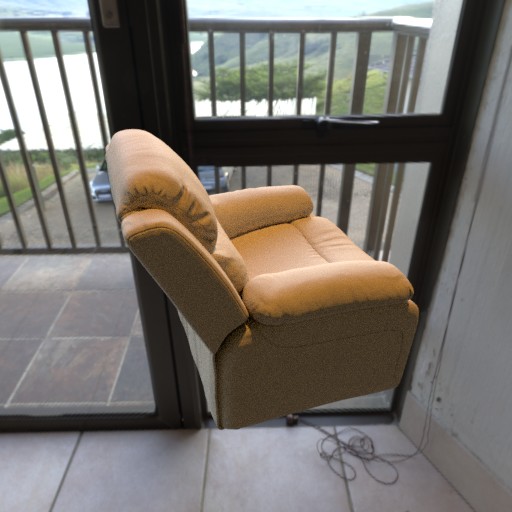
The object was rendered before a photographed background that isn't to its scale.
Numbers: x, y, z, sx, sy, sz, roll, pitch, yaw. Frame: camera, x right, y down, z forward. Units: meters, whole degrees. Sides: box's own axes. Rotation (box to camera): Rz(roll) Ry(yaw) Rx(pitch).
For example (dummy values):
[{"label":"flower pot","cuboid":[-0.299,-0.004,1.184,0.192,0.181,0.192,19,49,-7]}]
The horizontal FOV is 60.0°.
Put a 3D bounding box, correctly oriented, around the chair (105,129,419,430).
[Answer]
[{"label":"chair","cuboid":[0.000,0.000,1.249,0.709,0.702,0.680,-10,32,-17]}]
